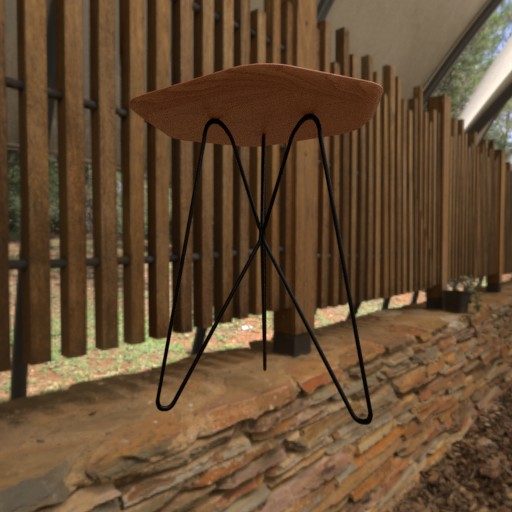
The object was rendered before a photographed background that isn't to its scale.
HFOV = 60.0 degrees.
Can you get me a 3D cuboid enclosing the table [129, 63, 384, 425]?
[{"bbox_3d":[0.000,0.000,0.872,0.500,0.562,0.400,1,2,36],"label":"table"}]
